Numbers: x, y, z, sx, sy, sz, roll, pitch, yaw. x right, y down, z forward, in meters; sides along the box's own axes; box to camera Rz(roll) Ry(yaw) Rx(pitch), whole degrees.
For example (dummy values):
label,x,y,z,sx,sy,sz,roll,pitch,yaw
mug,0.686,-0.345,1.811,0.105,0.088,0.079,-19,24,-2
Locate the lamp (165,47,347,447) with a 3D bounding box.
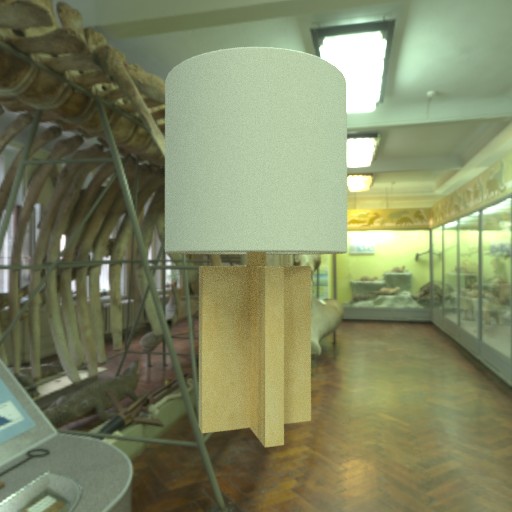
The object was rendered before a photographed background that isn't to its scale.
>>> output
label,x,y,z,sx,sy,sz,roll,pitch,yaw
lamp,0.000,0.000,0.566,0.229,0.428,0.229,0,-1,-17
